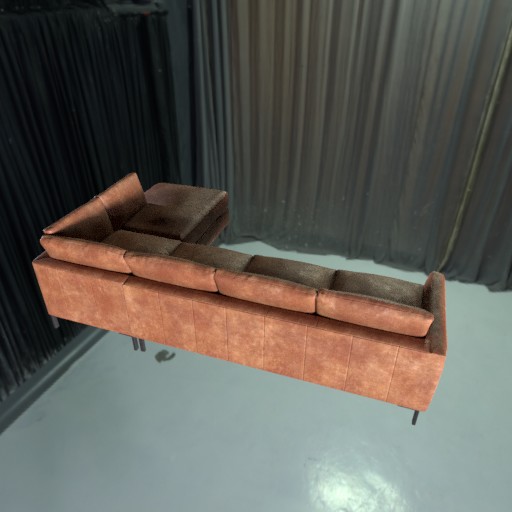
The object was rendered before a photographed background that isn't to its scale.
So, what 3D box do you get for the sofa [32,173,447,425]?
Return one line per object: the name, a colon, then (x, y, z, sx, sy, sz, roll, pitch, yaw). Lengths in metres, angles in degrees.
sofa: (0.000, 0.000, 3.801, 2.984, 0.877, 1.938, 11, 34, 16)
